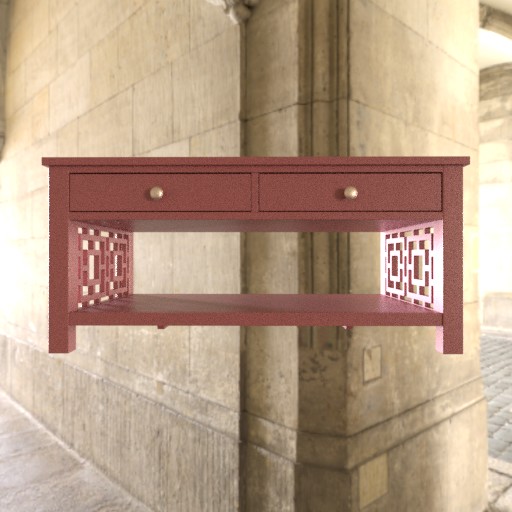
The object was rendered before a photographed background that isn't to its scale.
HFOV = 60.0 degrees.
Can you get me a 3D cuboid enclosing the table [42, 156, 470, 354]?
[{"bbox_3d":[0.000,0.000,1.395,1.068,0.493,0.612,0,0,1],"label":"table"}]
